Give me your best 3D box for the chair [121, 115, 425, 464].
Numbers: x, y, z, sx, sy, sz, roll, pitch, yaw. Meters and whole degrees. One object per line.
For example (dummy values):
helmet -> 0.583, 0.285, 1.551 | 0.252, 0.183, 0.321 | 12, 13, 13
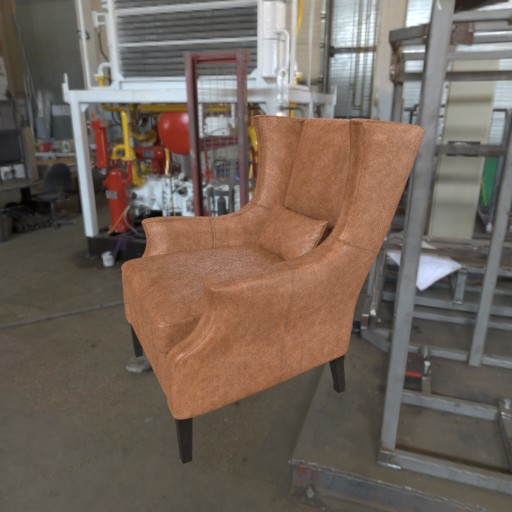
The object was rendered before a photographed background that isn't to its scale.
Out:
chair -> 0.000, 0.000, 1.697 | 0.926, 1.016, 0.853 | -9, 21, -25
